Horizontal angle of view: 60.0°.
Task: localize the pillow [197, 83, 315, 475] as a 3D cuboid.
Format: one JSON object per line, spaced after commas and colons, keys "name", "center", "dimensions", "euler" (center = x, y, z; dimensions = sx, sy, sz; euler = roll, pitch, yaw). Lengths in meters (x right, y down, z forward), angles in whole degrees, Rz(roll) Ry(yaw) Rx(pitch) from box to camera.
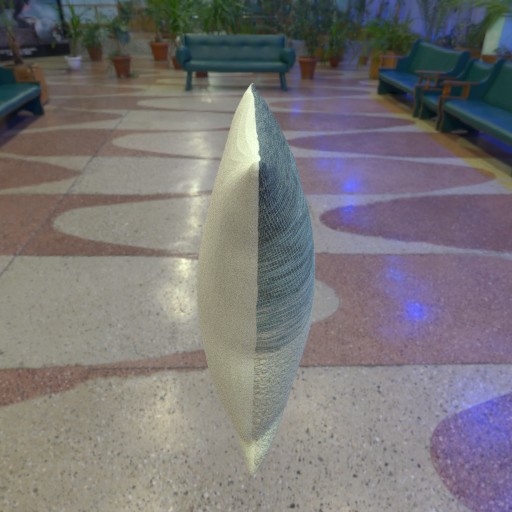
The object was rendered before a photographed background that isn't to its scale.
{"name": "pillow", "center": [0.000, 0.000, 0.680], "dimensions": [0.182, 0.441, 0.440], "euler": [0, 31, -1]}
